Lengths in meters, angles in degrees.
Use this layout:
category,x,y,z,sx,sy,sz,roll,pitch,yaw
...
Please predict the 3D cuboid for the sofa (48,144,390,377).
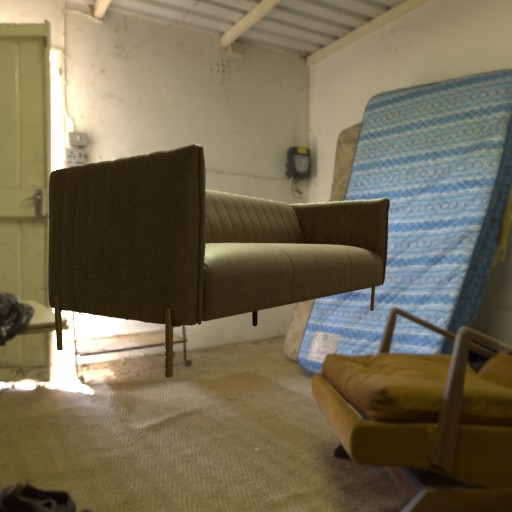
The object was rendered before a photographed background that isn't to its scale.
category,x,y,z,sx,sy,sz,roll,pitch,yaw
sofa,0.000,0.000,2.442,0.876,0.779,1.980,1,1,35
